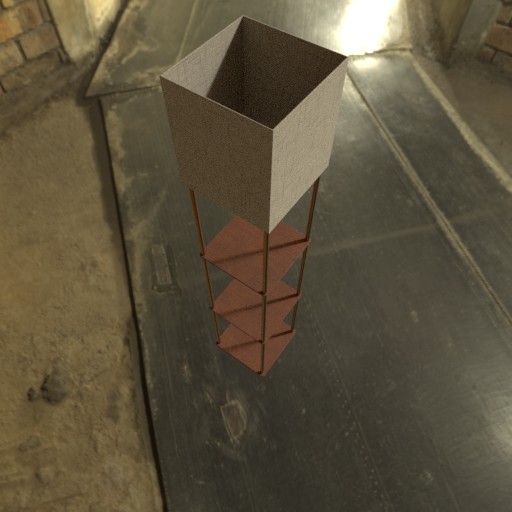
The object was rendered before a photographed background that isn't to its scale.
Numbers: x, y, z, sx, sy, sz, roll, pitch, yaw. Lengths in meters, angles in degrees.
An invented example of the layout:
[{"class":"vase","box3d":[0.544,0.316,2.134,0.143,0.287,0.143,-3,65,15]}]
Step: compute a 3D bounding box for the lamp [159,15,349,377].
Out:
[{"class":"lamp","box3d":[0.000,0.000,1.660,0.308,1.569,0.310,31,62,19]}]
